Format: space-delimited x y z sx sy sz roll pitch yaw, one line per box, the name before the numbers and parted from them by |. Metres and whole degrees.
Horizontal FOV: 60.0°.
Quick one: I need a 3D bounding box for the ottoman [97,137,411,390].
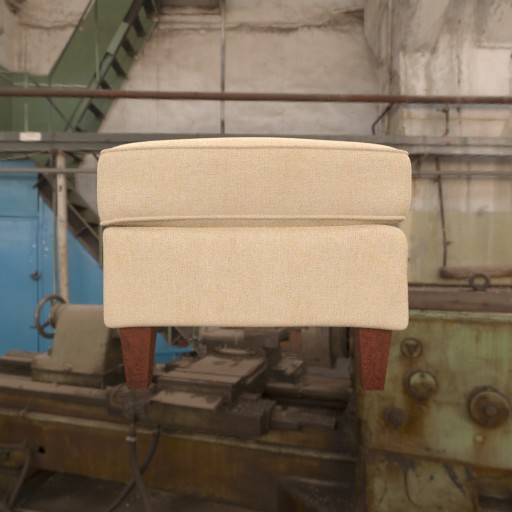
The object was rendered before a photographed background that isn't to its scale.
ottoman | 0.000 0.000 1.211 0.583 0.484 0.862 0 1 0
